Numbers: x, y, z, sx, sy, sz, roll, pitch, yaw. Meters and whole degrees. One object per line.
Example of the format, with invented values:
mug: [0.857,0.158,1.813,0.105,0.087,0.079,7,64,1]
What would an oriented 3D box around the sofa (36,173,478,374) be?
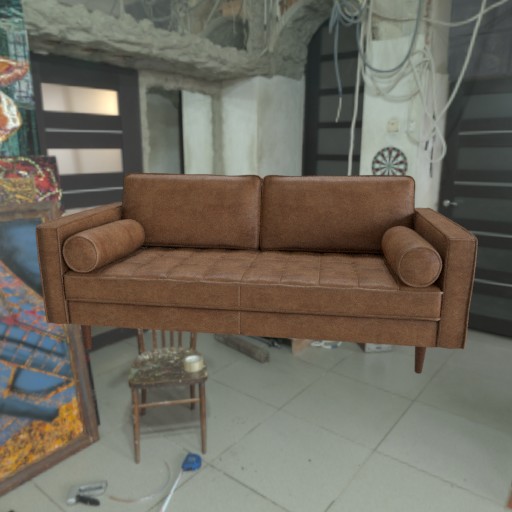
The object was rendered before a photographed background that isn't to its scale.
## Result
sofa: [0.000,0.000,2.334,1.920,0.825,0.924,2,14,9]
